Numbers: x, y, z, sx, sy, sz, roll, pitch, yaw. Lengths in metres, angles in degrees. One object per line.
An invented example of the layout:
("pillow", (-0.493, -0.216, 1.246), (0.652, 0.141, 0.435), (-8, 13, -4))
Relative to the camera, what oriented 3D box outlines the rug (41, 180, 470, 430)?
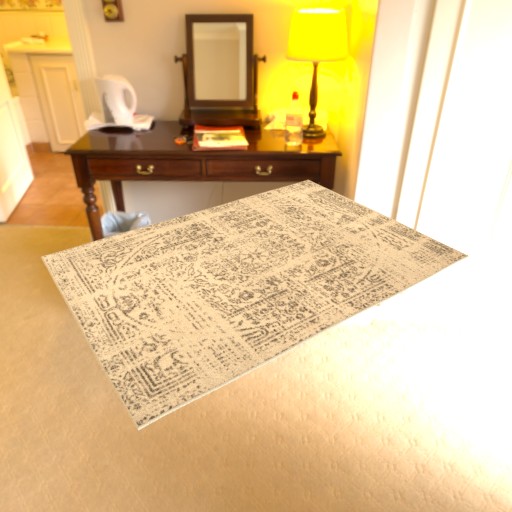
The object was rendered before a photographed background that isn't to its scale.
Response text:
("rug", (0.000, 0.000, 3.053), (2.438, 0.026, 1.706), (-20, 37, -29))
